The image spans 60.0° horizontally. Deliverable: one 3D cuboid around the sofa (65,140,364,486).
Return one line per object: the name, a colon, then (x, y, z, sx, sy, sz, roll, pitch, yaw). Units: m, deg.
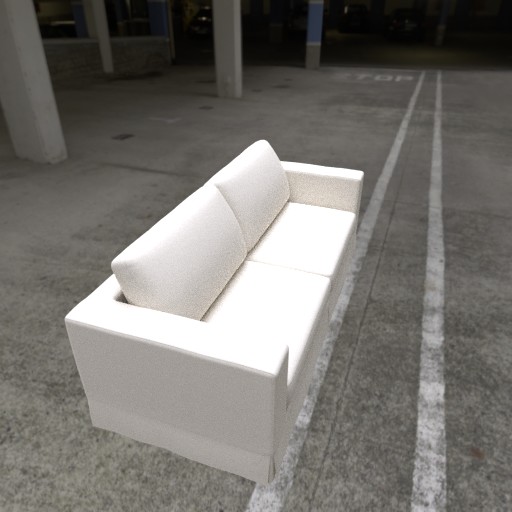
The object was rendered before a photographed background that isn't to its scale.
sofa: (0.000, 0.000, 2.659, 0.954, 0.881, 2.163, 11, 33, 17)
